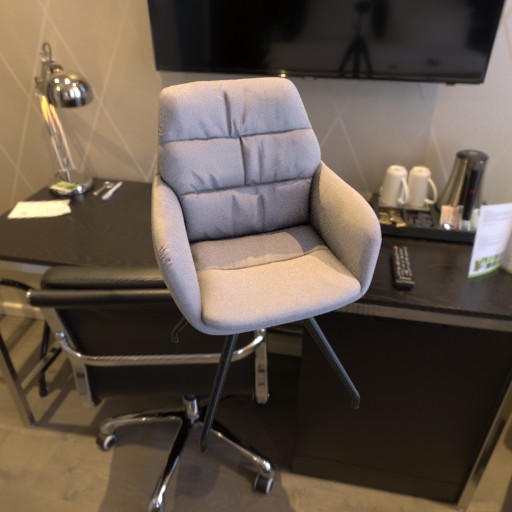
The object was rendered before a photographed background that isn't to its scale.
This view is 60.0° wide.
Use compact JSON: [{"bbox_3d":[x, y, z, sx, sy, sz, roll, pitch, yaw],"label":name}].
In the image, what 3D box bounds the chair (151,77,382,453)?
[{"bbox_3d":[0.000,0.000,1.284,0.579,0.888,0.569,-10,33,-16],"label":"chair"}]
